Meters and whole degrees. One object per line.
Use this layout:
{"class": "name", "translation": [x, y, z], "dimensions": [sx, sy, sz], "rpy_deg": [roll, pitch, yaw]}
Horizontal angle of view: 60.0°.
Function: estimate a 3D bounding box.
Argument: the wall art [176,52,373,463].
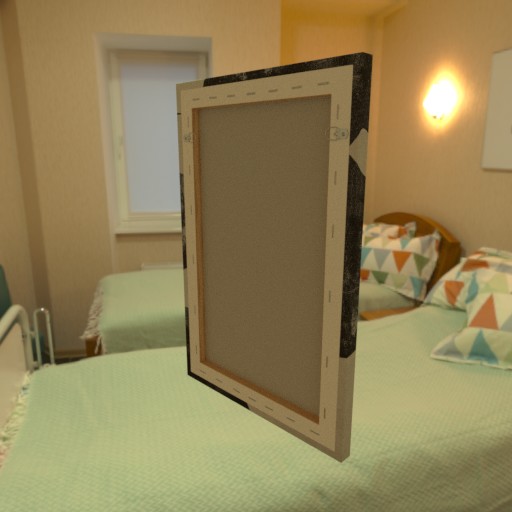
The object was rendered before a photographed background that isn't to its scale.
{"class": "wall art", "translation": [0.000, 0.000, 1.177], "dimensions": [0.610, 0.915, 0.041], "rpy_deg": [13, 19, 43]}
